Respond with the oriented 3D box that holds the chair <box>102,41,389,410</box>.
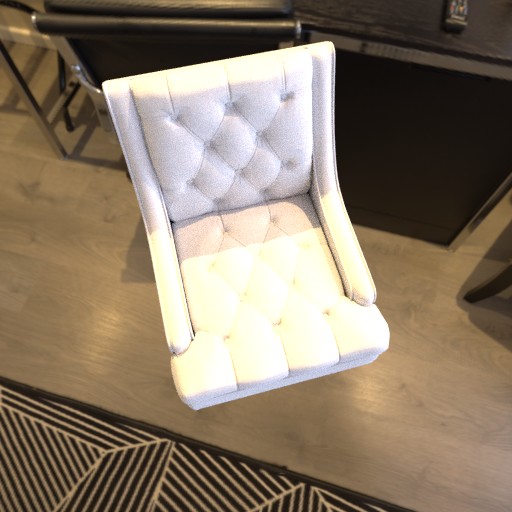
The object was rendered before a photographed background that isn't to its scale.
[{"bbox_3d":[0.000,0.000,1.407,0.658,0.891,0.772,-13,64,-6],"label":"chair"}]
